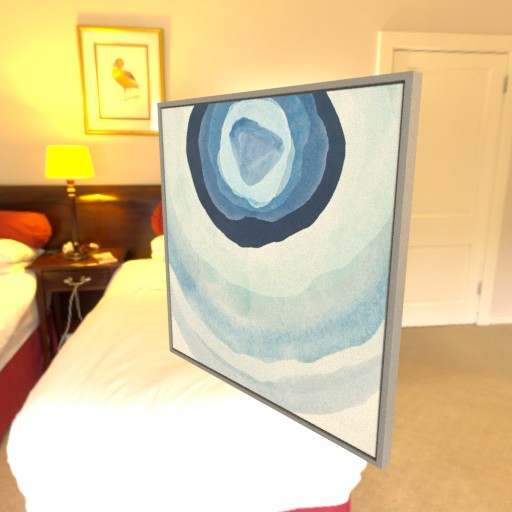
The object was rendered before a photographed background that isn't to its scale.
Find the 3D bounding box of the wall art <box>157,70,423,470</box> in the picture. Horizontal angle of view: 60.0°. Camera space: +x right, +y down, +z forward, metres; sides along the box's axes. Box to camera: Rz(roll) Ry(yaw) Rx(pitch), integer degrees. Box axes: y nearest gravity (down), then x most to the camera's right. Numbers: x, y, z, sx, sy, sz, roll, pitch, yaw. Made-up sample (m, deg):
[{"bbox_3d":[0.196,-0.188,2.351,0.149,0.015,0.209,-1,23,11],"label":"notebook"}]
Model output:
[{"bbox_3d":[0.000,0.000,1.153,0.038,0.807,0.809,-13,19,-43],"label":"wall art"}]
